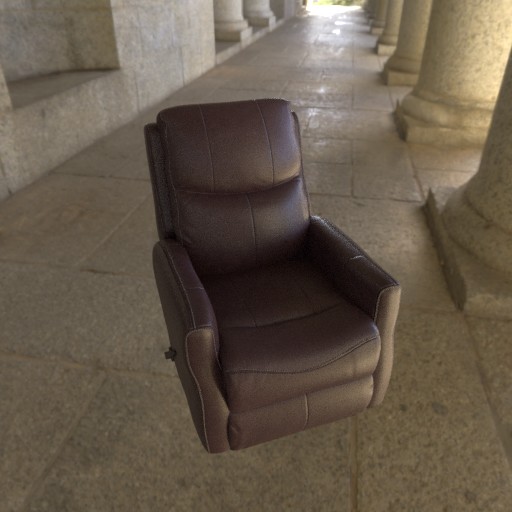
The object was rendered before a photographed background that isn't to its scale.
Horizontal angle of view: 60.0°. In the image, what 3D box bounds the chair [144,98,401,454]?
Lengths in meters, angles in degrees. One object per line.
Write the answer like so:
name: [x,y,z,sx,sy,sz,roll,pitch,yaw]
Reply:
chair: [0.000,0.000,1.782,0.829,1.030,1.080,-10,34,-16]
